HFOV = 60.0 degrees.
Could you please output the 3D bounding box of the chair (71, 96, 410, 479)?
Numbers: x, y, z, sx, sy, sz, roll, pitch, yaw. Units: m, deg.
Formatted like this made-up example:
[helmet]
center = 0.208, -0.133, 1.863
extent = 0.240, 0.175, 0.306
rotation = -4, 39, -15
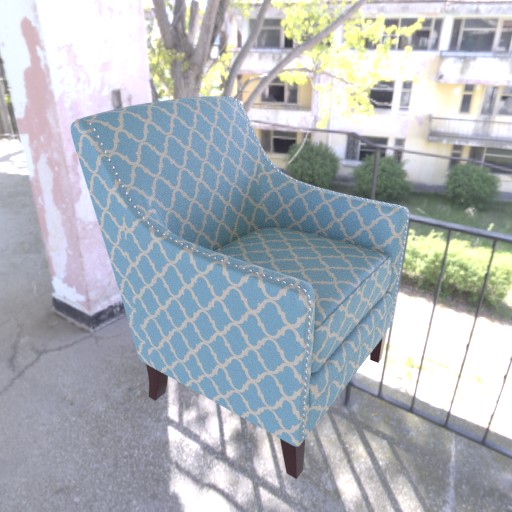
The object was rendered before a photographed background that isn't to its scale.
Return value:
[chair]
center = 0.000, 0.000, 1.288
extent = 0.686, 0.817, 0.617
rotation = 17, 31, 31
